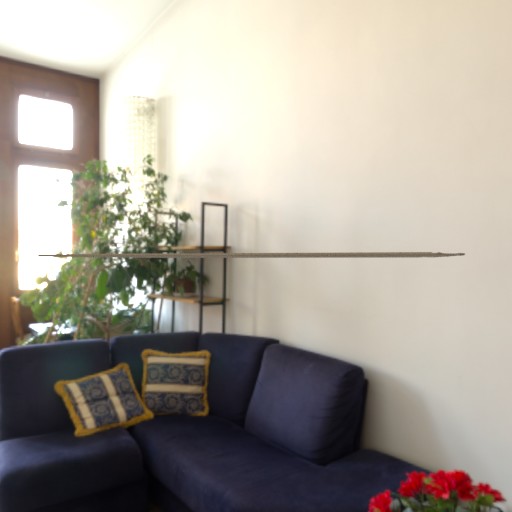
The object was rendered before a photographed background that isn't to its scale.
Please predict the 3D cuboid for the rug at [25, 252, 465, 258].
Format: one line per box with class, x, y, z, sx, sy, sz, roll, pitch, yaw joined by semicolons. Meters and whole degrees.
rug;0.000;0.000;2.345;1.872;0.013;1.243;0;-1;18
